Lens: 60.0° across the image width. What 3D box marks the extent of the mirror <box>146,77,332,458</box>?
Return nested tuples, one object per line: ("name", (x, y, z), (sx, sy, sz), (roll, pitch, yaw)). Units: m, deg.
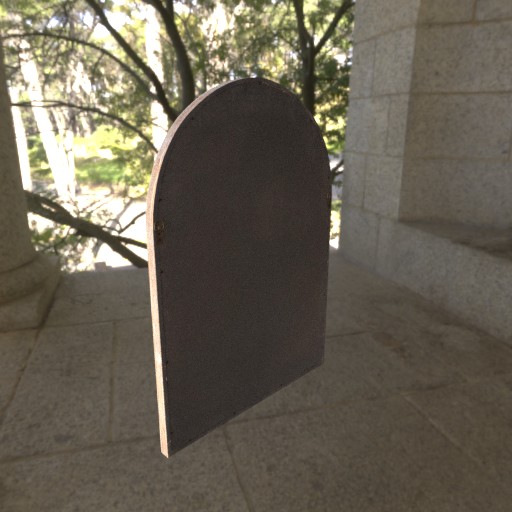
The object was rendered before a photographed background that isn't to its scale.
("mirror", (0.000, 0.000, 1.226), (0.032, 0.920, 0.660), (15, 22, 42))
